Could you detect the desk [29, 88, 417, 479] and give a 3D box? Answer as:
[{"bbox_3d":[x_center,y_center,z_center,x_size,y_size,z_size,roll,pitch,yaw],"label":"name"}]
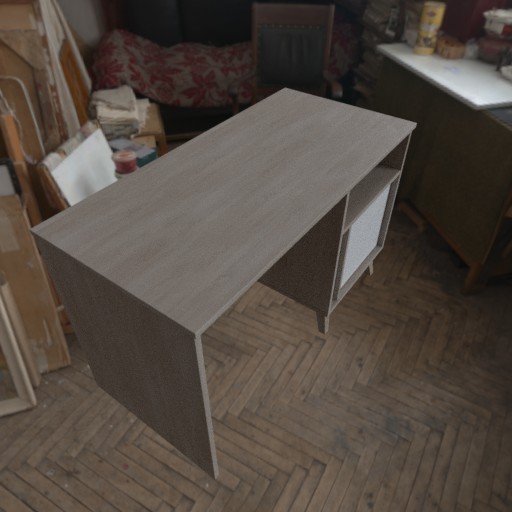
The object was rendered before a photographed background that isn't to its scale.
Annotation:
[{"bbox_3d":[0.000,0.000,1.693,0.600,0.770,1.251,26,48,26],"label":"desk"}]
